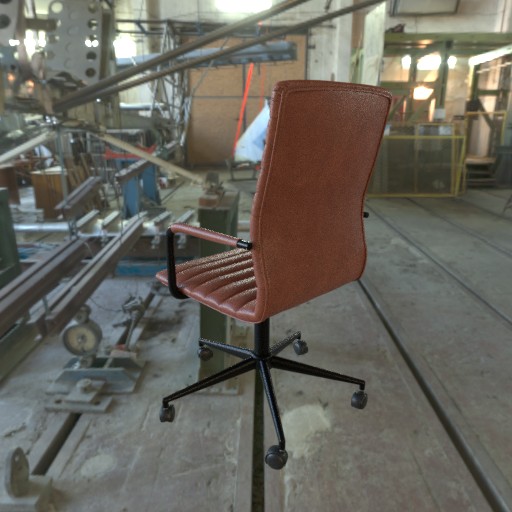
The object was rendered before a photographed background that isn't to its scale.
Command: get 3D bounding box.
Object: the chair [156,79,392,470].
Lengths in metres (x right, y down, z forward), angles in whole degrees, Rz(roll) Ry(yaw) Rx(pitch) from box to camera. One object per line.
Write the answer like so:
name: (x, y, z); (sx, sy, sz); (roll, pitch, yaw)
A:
chair: (0.000, 0.000, 1.241); (0.600, 0.878, 0.578); (-16, 23, -42)
